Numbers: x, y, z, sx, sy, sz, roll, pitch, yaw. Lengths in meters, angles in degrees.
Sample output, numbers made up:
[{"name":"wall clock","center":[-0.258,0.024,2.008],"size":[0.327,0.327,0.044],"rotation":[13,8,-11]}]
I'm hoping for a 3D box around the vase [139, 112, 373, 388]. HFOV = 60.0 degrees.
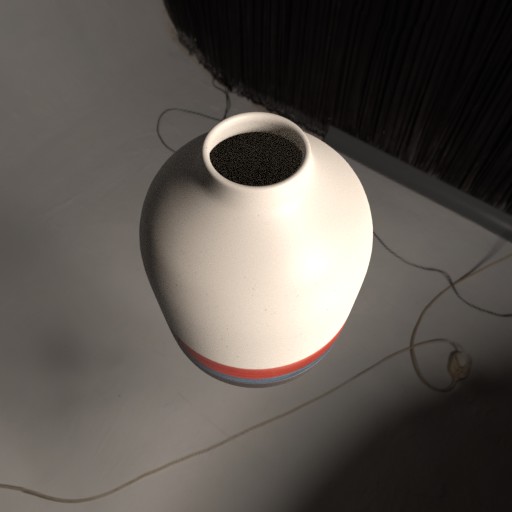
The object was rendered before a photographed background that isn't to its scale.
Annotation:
[{"name":"vase","center":[0.000,0.000,0.356],"size":[0.169,0.237,0.169],"rotation":[0,58,0]}]
